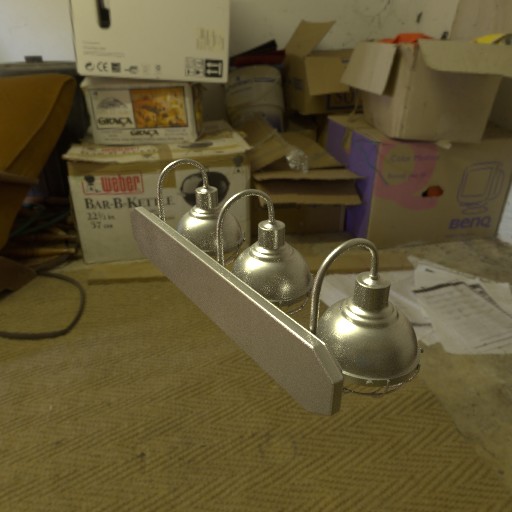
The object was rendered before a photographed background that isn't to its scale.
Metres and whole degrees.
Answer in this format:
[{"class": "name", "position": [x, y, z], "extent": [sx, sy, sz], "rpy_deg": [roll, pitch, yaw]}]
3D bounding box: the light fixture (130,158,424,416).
[{"class": "light fixture", "position": [0.000, 0.000, 0.793], "extent": [0.229, 0.254, 0.634], "rpy_deg": [-18, 32, -31]}]
